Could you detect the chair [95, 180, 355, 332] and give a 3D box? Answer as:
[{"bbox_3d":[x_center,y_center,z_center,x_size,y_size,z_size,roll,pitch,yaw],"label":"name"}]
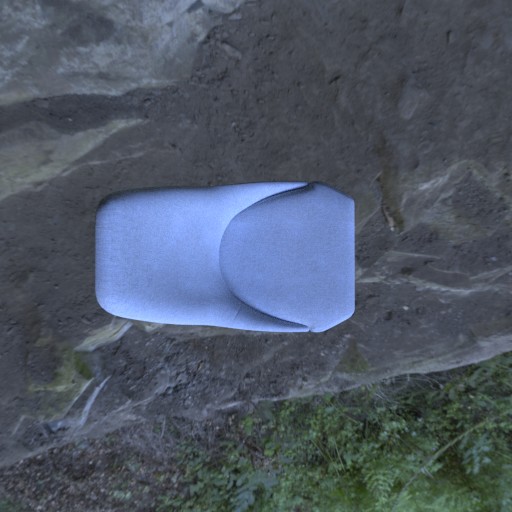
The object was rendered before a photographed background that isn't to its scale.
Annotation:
[{"bbox_3d":[0.000,0.000,1.422,0.660,1.040,0.510,0,89,0],"label":"chair"}]
